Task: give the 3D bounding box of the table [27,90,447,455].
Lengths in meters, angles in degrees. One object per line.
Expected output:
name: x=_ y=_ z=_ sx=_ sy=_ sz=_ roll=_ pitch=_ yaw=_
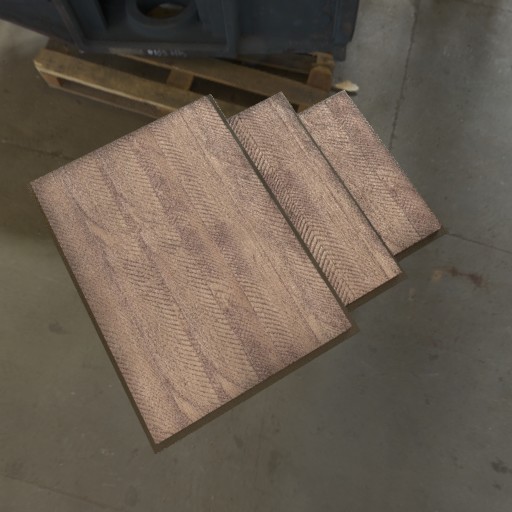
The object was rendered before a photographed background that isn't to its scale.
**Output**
table: x=0.000 y=0.000 z=1.116 sx=0.706 sy=0.610 sz=0.559 roll=-29 pitch=77 yaw=-8
